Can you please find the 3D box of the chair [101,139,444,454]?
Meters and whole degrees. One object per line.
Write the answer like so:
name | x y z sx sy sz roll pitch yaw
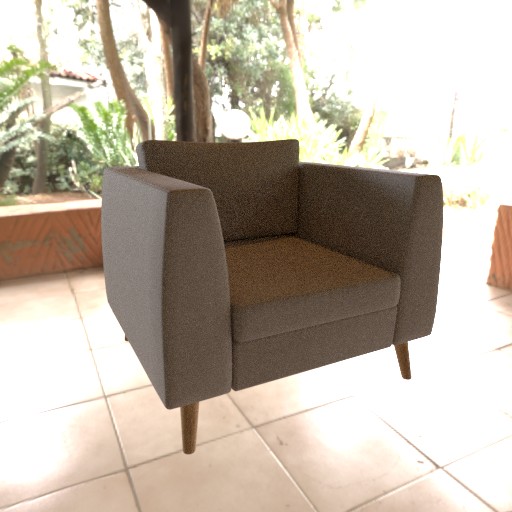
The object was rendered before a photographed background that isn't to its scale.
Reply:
chair | 0.000 0.000 1.700 1.000 0.860 0.930 -8 17 -27
